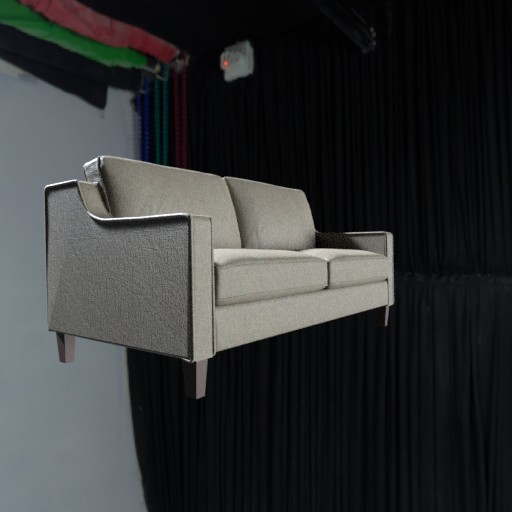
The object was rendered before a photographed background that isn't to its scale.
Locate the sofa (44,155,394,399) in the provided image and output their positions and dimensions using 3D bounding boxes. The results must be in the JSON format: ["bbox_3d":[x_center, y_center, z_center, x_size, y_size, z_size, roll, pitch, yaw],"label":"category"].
[{"bbox_3d":[0.000,0.000,2.805,1.073,1.074,2.181,1,1,36],"label":"sofa"}]
